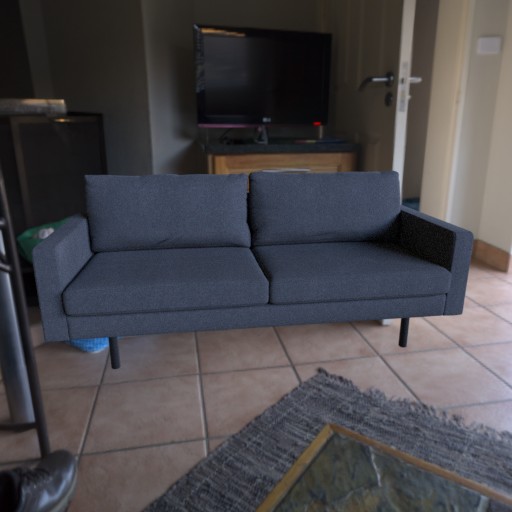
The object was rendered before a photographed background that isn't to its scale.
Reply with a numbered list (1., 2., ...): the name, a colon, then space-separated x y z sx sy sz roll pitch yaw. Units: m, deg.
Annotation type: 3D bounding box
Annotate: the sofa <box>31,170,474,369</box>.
1. sofa: 0.000 0.000 2.500 2.100 0.880 0.880 -2 17 -8
